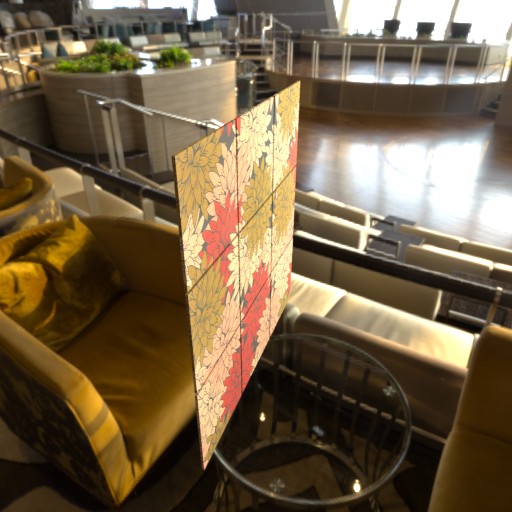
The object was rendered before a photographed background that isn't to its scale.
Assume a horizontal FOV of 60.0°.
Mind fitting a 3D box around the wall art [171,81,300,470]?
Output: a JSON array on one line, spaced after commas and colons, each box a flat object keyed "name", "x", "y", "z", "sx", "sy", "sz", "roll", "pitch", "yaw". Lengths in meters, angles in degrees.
[{"name": "wall art", "x": 0.000, "y": 0.000, "z": 2.353, "sx": 0.013, "sy": 1.534, "sz": 1.519, "roll": 10, "pitch": 32, "yaw": 17}]
